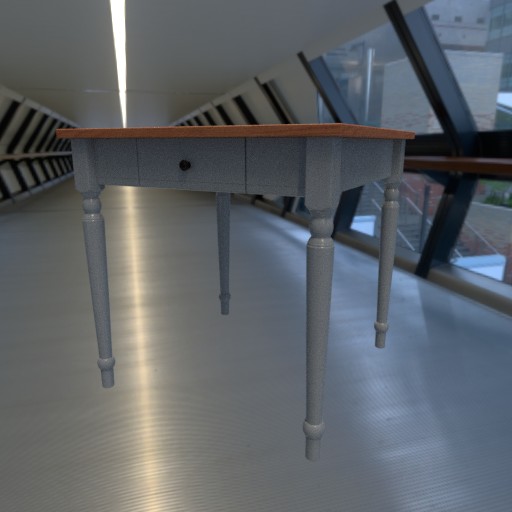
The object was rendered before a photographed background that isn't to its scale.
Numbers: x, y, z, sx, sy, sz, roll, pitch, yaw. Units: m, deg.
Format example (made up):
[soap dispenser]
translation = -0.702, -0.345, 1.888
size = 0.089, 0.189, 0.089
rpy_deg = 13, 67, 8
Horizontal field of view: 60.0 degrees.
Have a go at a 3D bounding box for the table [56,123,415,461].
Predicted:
[table]
translation = 0.000, 0.000, 1.357
size = 0.747, 0.738, 0.747
rpy_deg = 8, 16, 28
